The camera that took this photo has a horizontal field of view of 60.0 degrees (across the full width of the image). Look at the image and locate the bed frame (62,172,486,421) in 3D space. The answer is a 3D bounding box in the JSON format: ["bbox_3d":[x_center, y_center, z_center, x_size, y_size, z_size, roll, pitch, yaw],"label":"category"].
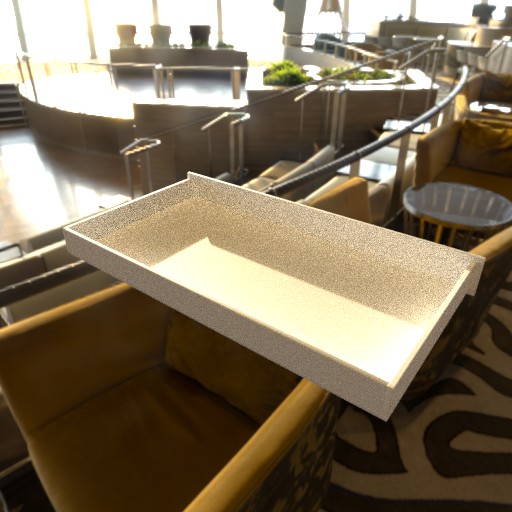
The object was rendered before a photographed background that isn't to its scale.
[{"bbox_3d":[0.000,0.000,1.534,1.300,0.141,0.670,21,36,32],"label":"bed frame"}]
